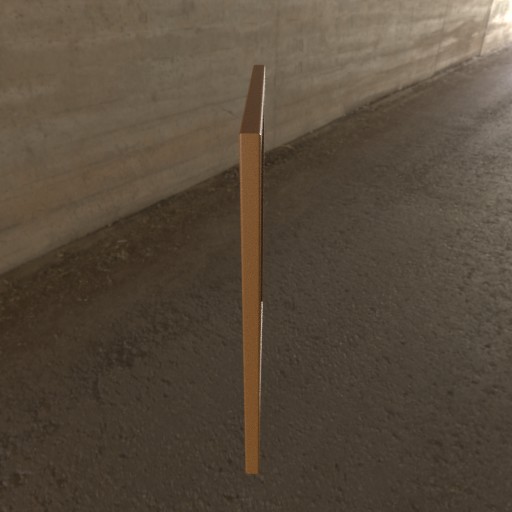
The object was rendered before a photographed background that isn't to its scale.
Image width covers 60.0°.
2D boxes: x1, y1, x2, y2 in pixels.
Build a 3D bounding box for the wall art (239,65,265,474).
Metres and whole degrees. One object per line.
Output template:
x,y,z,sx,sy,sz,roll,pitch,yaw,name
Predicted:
0.000,0.000,0.764,0.021,0.550,0.449,1,31,1,wall art
